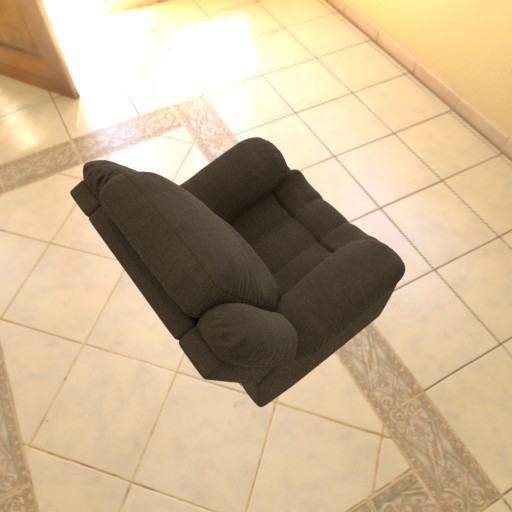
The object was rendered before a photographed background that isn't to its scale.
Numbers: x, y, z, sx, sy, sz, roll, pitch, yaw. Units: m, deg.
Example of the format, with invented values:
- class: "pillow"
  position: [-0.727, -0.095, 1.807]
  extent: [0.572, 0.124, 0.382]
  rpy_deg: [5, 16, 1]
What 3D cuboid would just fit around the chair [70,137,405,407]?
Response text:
- class: "chair"
  position: [0.000, 0.000, 1.742]
  extent: [0.944, 1.008, 0.899]
  rpy_deg: [-33, 63, -19]
